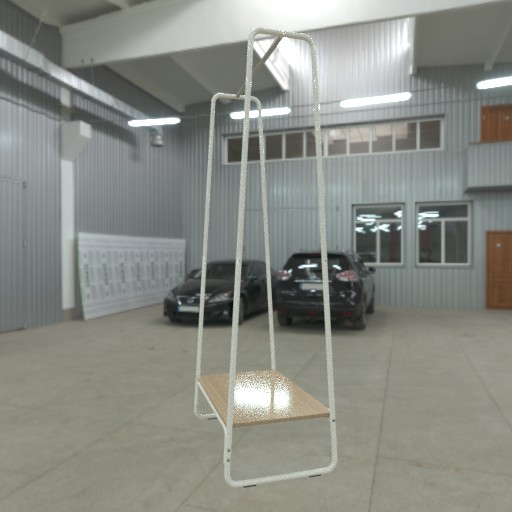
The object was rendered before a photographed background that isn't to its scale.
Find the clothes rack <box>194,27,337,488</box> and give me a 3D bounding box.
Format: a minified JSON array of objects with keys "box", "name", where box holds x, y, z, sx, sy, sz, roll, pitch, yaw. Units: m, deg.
[{"box":[0.000,0.000,1.774,0.400,1.500,0.640,0,0,-17],"name":"clothes rack"}]
